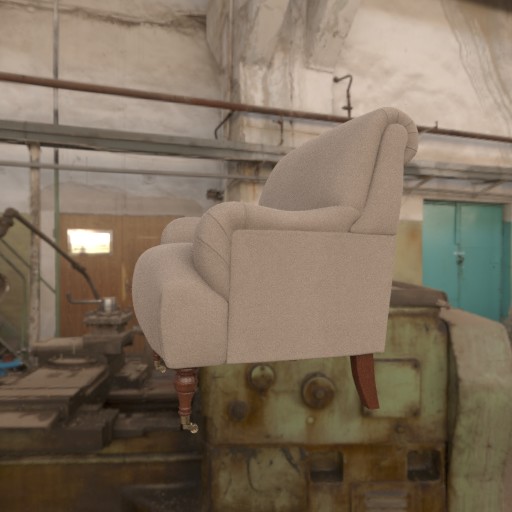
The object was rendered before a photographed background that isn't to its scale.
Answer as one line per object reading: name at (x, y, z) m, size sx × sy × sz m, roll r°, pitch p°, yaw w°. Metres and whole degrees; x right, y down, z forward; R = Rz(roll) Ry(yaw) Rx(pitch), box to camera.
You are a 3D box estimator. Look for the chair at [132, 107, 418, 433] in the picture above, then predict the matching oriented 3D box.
chair at (0.000, 0.000, 1.578) m, size 0.842 × 0.942 × 0.766 m, roll 0°, pitch 1°, yaw -19°
